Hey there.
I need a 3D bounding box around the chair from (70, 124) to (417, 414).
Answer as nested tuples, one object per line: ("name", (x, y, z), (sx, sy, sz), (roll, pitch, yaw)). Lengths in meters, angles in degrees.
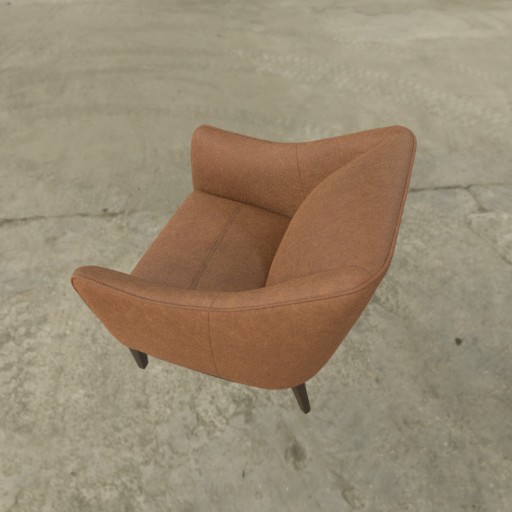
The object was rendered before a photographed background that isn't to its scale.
("chair", (0.000, 0.000, 1.561), (0.852, 0.830, 0.871), (15, 49, 14))
